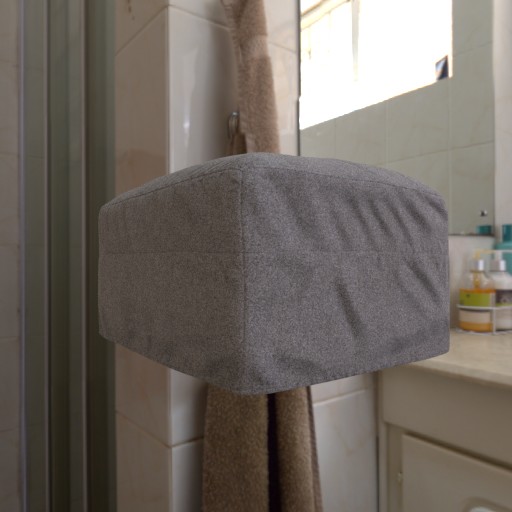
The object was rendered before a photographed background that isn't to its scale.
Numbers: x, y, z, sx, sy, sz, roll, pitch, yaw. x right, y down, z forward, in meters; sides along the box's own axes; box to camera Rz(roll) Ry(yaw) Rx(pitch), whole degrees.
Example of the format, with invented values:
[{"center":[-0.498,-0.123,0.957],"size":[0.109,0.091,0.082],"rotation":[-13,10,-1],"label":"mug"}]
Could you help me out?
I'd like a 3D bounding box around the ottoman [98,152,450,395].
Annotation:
[{"center":[0.000,0.000,1.249],"size":[0.683,0.481,0.837],"rotation":[0,0,-36],"label":"ottoman"}]
